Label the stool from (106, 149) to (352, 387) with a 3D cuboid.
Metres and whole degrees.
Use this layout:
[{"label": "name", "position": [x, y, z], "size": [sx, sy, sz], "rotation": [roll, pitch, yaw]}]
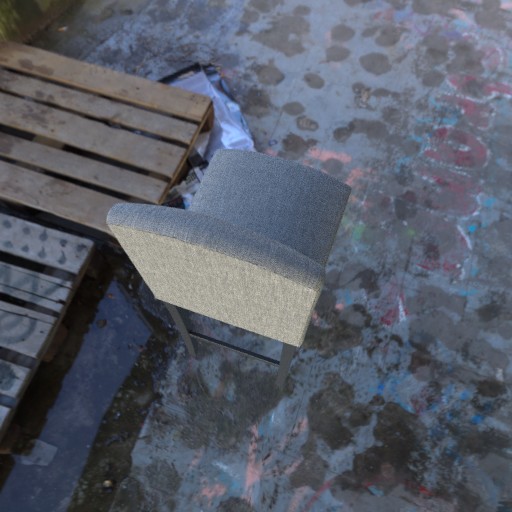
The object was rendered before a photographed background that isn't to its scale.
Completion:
[{"label": "stool", "position": [0.000, 0.000, 1.421], "size": [0.451, 1.138, 0.552], "rotation": [18, 65, 8]}]
